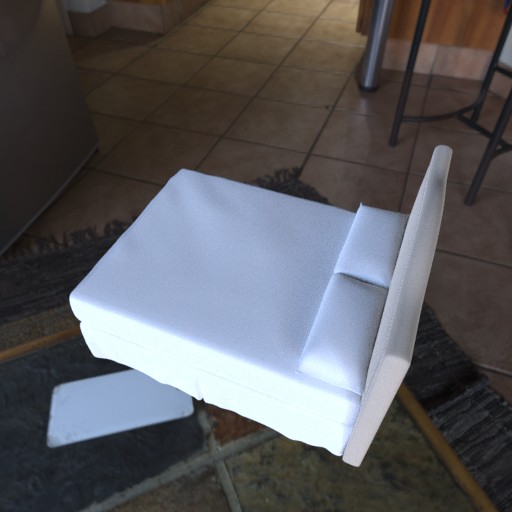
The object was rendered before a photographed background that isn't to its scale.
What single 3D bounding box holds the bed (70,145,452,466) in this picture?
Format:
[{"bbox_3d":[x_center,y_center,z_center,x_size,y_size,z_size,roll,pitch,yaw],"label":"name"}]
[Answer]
[{"bbox_3d":[0.000,0.000,3.002,2.052,1.398,1.678,17,49,15],"label":"bed"}]
